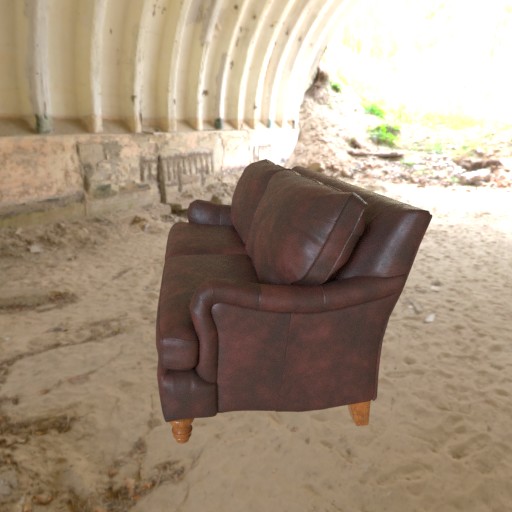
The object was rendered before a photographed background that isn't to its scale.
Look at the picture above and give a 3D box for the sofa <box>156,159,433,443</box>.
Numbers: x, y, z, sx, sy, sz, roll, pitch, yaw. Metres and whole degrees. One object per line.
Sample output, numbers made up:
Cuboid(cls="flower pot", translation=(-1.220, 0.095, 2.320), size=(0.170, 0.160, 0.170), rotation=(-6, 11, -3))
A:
Cuboid(cls="sofa", translation=(0.000, 0.000, 2.785), size=(1.147, 1.071, 2.144), rotation=(-3, 17, -9))
